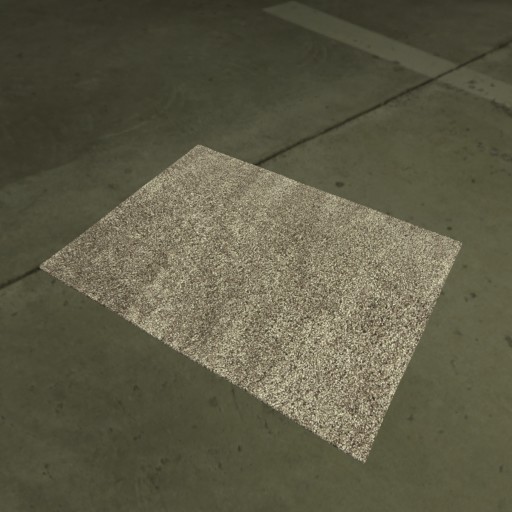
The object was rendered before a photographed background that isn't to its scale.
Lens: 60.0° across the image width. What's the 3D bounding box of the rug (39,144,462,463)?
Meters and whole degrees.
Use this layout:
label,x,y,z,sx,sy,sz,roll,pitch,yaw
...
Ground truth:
label,x,y,z,sx,sy,sz,roll,pitch,yaw
rug,0.000,0.000,2.090,1.601,0.025,1.198,25,51,22
